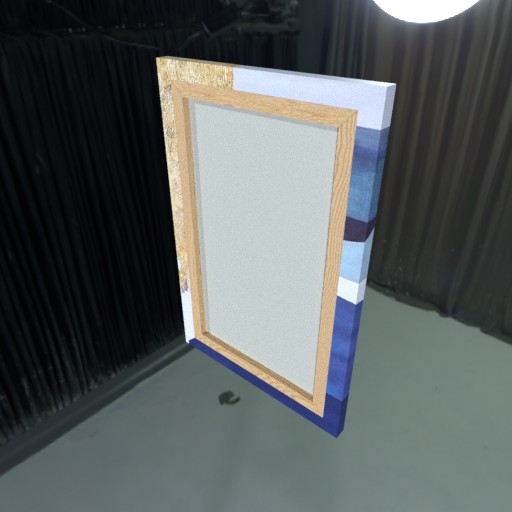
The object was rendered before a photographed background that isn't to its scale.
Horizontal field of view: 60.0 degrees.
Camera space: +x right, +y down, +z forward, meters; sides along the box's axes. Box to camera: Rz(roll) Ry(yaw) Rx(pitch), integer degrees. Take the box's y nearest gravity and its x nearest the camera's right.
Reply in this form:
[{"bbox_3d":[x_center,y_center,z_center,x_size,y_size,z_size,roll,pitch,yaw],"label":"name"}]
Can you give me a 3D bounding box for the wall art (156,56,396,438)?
[{"bbox_3d":[0.000,0.000,1.159,0.607,0.911,0.039,23,38,33],"label":"wall art"}]
